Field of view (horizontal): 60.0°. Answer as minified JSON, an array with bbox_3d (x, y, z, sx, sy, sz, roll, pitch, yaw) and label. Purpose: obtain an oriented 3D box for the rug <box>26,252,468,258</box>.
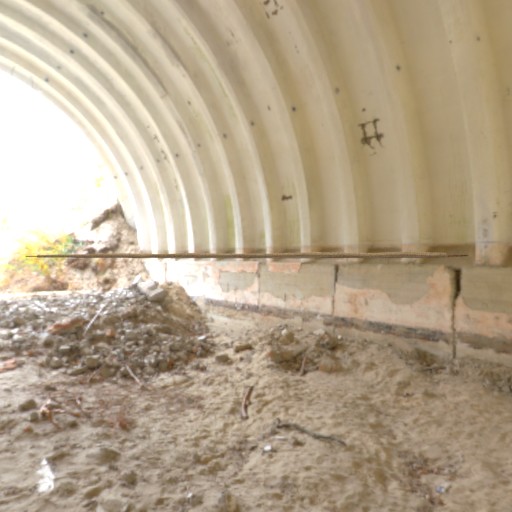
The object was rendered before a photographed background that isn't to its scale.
[{"bbox_3d":[0.000,0.000,3.012,2.434,0.027,1.529,0,-1,17],"label":"rug"}]
